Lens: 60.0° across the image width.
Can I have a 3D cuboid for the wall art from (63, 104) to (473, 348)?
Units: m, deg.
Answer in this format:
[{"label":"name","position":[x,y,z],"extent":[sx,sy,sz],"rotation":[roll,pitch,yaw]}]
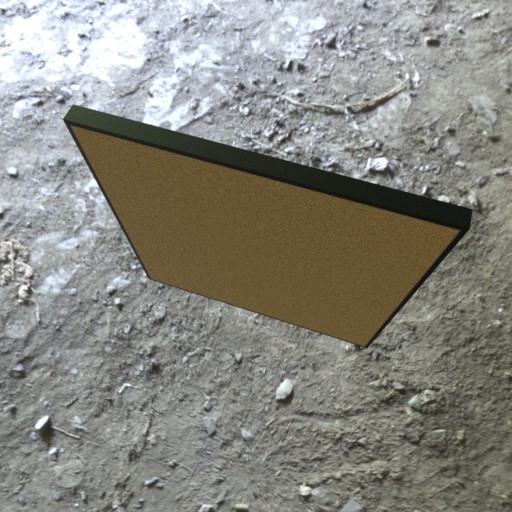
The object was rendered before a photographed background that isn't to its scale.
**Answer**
[{"label":"wall art","position":[0.000,0.000,0.765],"extent":[0.513,0.511,0.028],"rotation":[17,65,8]}]
